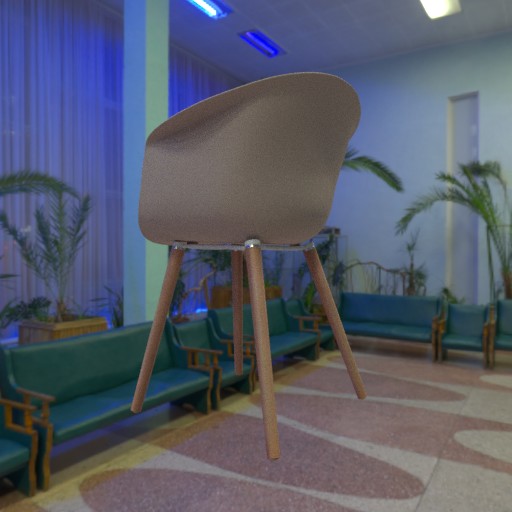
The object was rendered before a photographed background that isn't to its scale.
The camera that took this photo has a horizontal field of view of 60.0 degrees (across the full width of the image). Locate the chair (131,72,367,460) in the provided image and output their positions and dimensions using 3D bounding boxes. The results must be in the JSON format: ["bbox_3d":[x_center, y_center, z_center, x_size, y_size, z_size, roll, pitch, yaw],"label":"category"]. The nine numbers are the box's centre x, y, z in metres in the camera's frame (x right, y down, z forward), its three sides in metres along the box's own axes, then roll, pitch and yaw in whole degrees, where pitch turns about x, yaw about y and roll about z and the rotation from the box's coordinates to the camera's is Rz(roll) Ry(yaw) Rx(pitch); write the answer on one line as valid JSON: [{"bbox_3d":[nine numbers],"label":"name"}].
[{"bbox_3d":[0.000,0.000,1.142,0.504,0.781,0.593,0,1,36],"label":"chair"}]
